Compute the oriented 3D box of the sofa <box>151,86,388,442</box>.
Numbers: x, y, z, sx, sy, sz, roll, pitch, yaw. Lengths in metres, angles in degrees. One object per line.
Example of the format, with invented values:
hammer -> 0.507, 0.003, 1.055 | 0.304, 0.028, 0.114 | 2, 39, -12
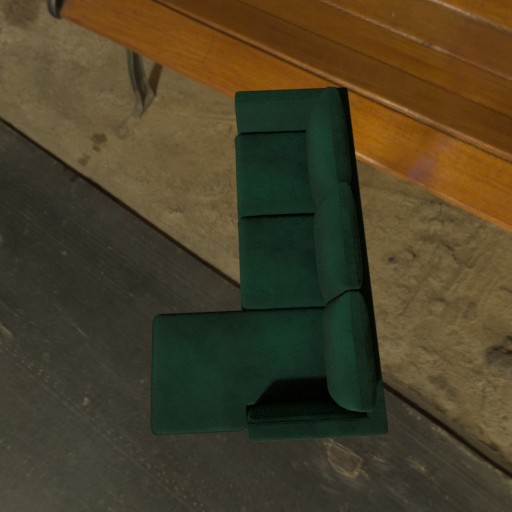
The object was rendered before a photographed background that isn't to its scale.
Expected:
sofa -> 0.000, 0.000, 3.205 | 1.489, 1.007, 2.441 | -3, 74, -1
